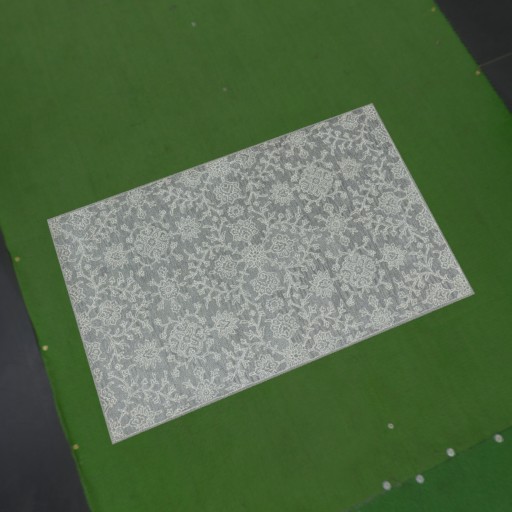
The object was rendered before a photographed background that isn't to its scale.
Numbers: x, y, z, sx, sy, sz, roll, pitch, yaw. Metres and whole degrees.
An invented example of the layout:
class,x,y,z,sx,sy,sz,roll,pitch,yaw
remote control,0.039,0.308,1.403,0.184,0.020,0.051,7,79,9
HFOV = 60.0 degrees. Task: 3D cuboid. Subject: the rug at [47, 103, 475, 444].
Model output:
class,x,y,z,sx,sy,sz,roll,pitch,yaw
rug,0.000,0.000,2.922,2.430,0.010,1.515,-21,76,-6
